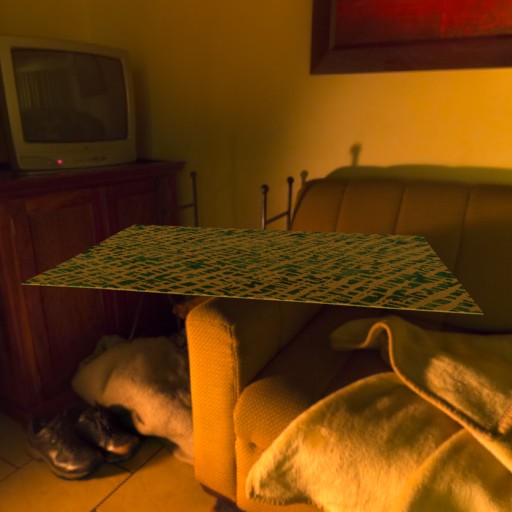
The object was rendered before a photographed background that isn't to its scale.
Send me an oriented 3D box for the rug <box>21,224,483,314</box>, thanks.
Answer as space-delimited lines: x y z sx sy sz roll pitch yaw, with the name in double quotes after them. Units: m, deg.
0.000 0.000 3.014 2.447 0.011 1.520 3 17 9 "rug"
